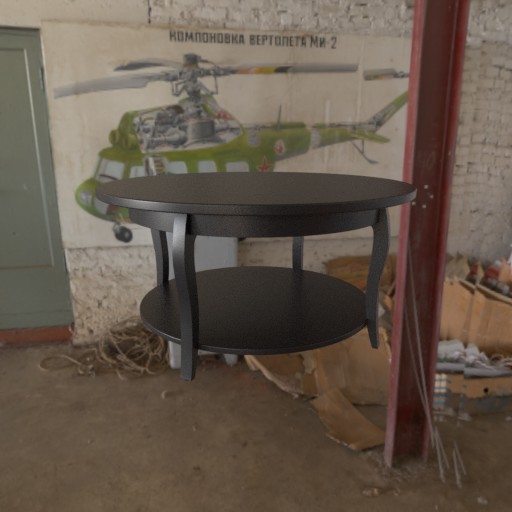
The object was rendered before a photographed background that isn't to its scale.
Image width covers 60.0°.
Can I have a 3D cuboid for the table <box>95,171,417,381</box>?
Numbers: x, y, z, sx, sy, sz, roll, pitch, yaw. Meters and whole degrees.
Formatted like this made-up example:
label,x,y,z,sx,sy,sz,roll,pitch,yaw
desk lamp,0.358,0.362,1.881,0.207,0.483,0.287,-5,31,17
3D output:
label,x,y,z,sx,sy,sz,roll,pitch,yaw
table,0.000,0.000,1.393,0.914,0.457,0.914,0,15,0
